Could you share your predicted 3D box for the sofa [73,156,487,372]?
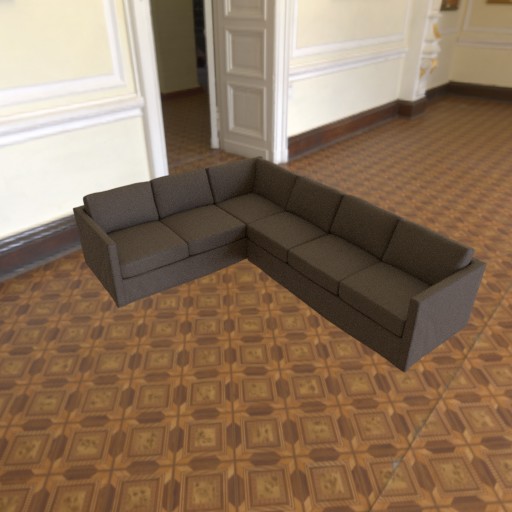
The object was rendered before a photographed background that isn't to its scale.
[{"bbox_3d":[0.000,0.000,4.261,2.432,0.871,3.182,-21,36,-31],"label":"sofa"}]
